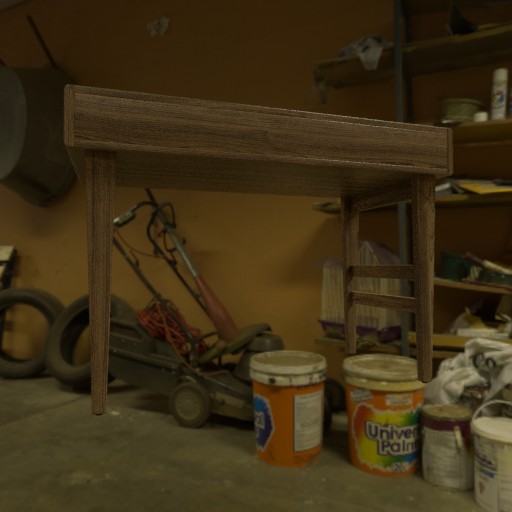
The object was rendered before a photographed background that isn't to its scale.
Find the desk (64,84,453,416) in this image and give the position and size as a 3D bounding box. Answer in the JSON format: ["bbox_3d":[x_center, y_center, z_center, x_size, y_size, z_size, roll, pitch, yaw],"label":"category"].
[{"bbox_3d":[0.000,0.000,1.391,1.067,0.755,0.508,0,-1,-18],"label":"desk"}]
